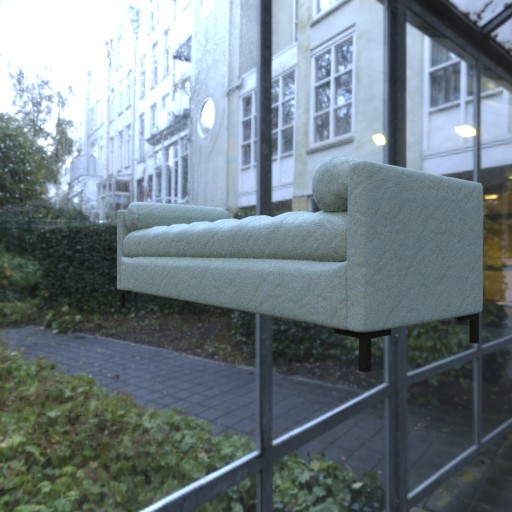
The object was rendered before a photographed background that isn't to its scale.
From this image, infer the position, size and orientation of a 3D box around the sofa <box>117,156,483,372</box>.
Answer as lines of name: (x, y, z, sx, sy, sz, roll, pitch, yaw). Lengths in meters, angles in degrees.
sofa: (0.000, 0.000, 2.404, 0.796, 0.705, 2.102, 0, 1, -38)
